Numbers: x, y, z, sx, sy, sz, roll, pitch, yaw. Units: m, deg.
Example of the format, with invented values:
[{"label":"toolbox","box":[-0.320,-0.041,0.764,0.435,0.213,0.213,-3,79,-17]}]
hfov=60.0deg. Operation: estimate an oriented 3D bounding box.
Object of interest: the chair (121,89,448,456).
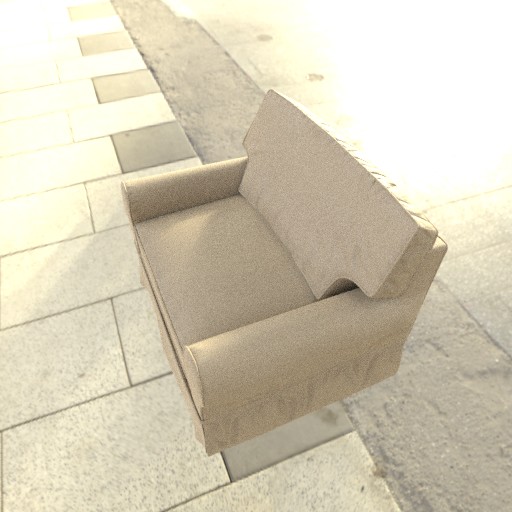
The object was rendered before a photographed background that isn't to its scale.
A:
[{"label":"chair","box":[0.000,0.000,1.802,0.903,0.937,1.096,-18,49,-16]}]
